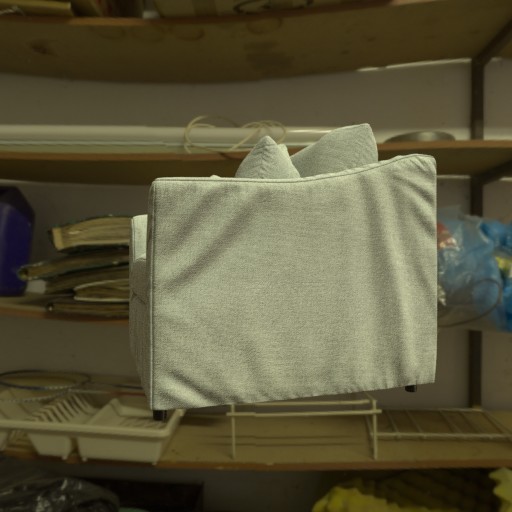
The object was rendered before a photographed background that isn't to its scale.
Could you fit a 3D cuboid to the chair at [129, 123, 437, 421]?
[{"bbox_3d":[0.000,0.000,2.037,1.071,1.059,1.194,0,-1,-19],"label":"chair"}]
